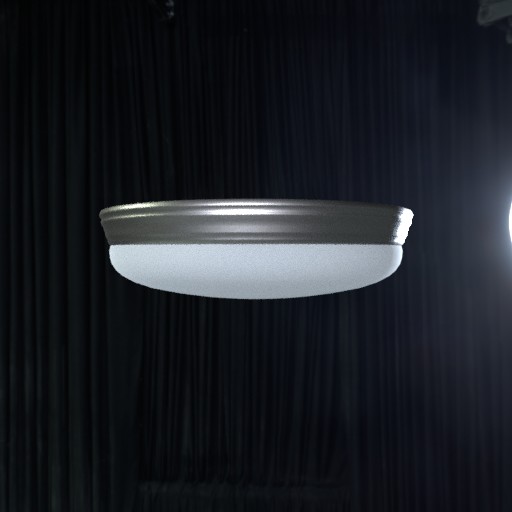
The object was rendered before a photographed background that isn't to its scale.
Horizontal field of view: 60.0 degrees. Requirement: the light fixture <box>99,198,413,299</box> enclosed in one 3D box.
[{"bbox_3d":[0.000,0.000,0.552,0.368,0.100,0.368,0,1,0],"label":"light fixture"}]
